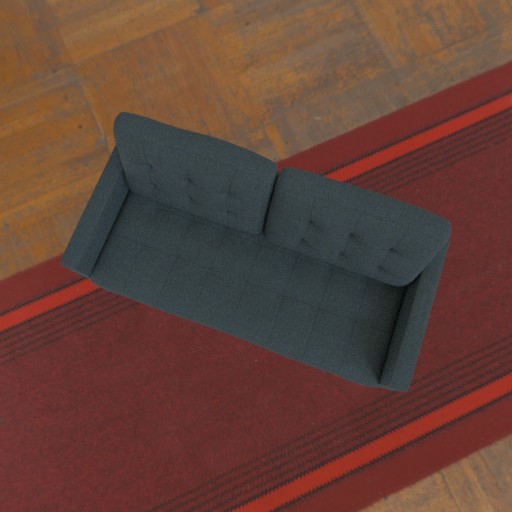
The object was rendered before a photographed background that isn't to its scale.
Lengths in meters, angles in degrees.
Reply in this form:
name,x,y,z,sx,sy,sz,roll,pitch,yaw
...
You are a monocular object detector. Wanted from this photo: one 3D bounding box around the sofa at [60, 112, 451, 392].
name,x,y,z,sx,sy,sz,roll,pitch,yaw
sofa,0.000,0.000,2.600,2.010,1.050,0.966,20,78,5
